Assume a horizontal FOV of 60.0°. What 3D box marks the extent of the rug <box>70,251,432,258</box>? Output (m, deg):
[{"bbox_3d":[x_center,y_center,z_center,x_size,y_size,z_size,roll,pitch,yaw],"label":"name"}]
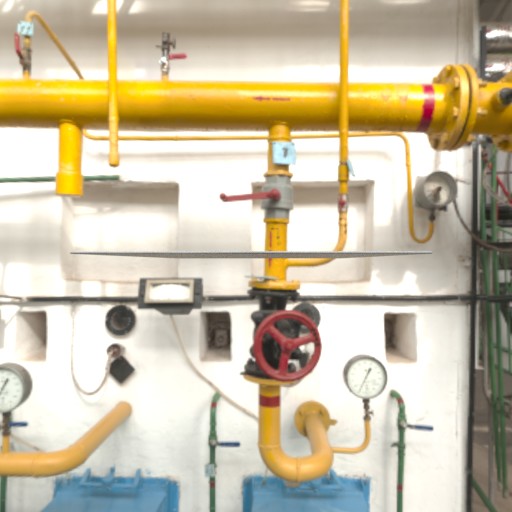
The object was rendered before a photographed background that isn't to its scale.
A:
[{"bbox_3d":[0.000,0.000,2.406,1.231,0.012,1.835,0,-1,1],"label":"rug"}]
